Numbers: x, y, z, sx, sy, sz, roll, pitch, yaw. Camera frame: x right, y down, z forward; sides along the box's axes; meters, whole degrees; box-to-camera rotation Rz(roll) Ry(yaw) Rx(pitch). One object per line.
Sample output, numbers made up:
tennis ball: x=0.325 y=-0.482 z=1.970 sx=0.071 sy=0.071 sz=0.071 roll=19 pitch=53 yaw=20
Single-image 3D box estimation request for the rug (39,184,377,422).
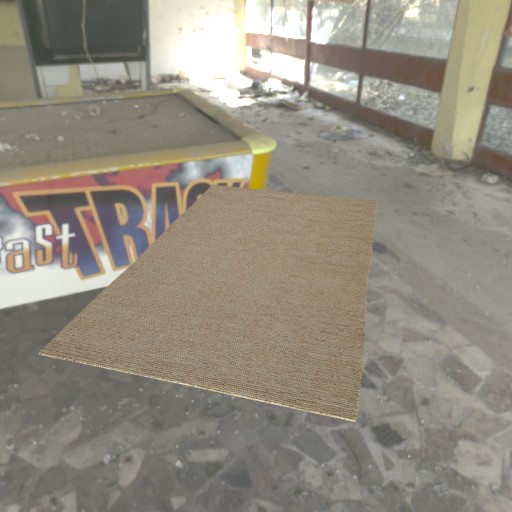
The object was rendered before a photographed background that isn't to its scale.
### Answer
rug: x=0.000 y=0.000 z=3.004 sx=1.533 sy=0.011 sz=2.439 roll=8 pitch=30 yaw=13
